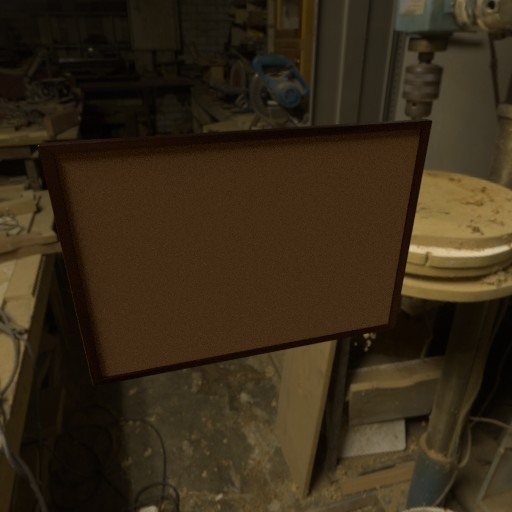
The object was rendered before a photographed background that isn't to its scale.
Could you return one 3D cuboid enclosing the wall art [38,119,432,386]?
[{"bbox_3d":[0.000,0.000,0.546,0.431,0.304,0.012,-8,29,-14],"label":"wall art"}]
